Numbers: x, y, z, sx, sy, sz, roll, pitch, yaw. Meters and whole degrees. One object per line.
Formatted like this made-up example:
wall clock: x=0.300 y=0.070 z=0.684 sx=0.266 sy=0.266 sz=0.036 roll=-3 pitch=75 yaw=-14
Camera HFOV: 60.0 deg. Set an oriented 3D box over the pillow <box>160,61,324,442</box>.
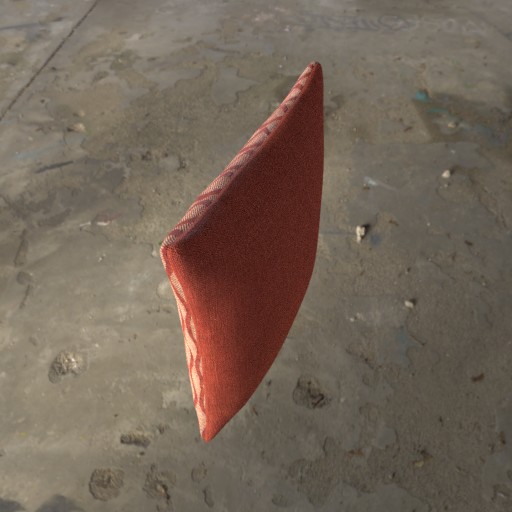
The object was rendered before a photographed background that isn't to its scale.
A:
pillow: x=0.000 y=0.000 z=0.675 sx=0.159 sy=0.434 sz=0.429 roll=17 pitch=49 yaw=15
